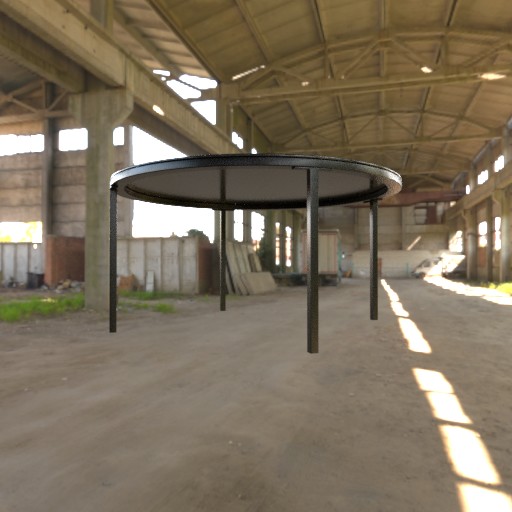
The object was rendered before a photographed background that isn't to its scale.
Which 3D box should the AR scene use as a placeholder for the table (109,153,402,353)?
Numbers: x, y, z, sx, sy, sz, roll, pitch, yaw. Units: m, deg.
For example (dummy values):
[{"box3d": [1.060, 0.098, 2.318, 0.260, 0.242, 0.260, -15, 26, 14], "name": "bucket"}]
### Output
[{"box3d": [0.000, 0.000, 1.276, 0.800, 0.400, 0.800, 0, -1, 0], "name": "table"}]
